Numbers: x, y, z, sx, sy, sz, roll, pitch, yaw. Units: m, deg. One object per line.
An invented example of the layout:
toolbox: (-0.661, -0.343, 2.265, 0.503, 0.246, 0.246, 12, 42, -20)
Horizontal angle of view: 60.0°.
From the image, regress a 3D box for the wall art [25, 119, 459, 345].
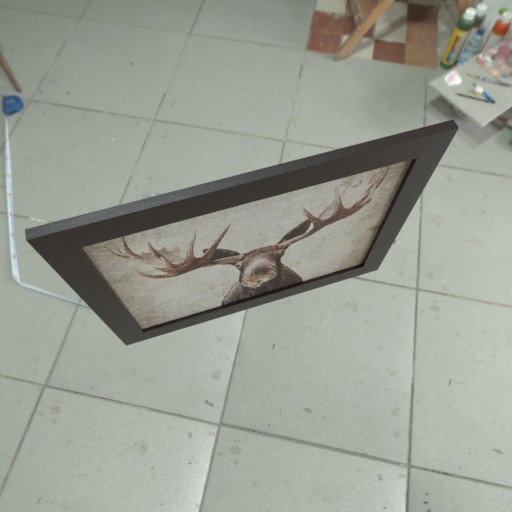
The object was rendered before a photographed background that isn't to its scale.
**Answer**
wall art: (0.000, 0.000, 1.612, 1.207, 0.952, 0.034, -16, 64, -8)
